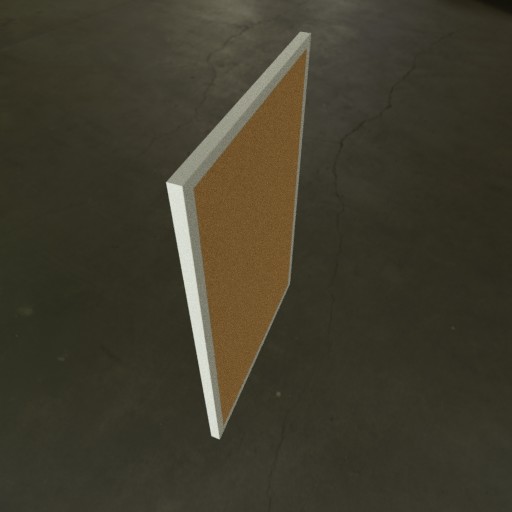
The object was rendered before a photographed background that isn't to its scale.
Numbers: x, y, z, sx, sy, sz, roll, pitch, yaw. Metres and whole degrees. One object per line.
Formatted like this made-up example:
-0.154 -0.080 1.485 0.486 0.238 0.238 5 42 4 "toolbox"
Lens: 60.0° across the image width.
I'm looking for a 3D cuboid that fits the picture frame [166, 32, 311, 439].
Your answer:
0.000 0.000 0.559 0.013 0.434 0.305 16 48 15 "picture frame"
